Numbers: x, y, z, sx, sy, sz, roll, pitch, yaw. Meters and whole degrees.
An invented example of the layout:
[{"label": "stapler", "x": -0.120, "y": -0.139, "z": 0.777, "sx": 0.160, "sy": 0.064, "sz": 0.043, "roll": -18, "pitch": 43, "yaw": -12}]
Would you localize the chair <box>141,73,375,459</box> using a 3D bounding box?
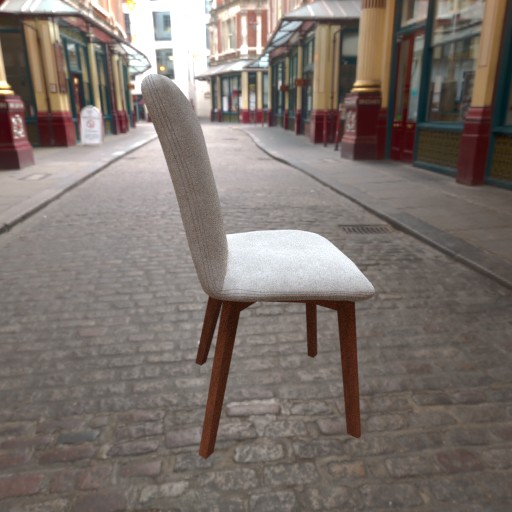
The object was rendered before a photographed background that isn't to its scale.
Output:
[{"label": "chair", "x": 0.000, "y": 0.000, "z": 1.317, "sx": 0.563, "sy": 0.974, "sz": 0.522, "roll": -3, "pitch": 18, "yaw": -8}]
